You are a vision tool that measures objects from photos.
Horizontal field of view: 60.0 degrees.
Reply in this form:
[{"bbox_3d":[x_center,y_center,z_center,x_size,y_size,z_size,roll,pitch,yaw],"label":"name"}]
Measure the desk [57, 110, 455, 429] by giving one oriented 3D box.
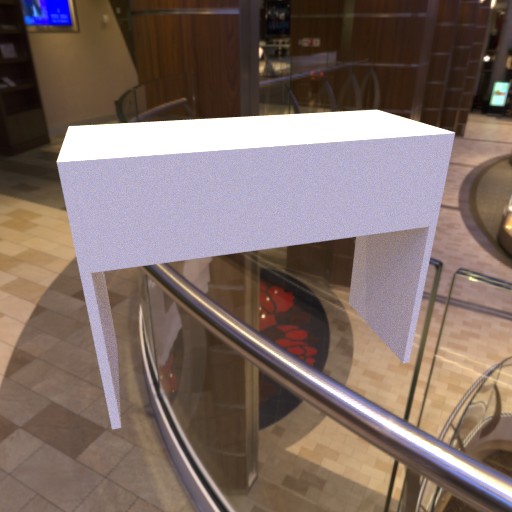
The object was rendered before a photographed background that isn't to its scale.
[{"bbox_3d":[0.000,0.000,1.413,1.000,0.790,0.400,-8,28,-15],"label":"desk"}]
